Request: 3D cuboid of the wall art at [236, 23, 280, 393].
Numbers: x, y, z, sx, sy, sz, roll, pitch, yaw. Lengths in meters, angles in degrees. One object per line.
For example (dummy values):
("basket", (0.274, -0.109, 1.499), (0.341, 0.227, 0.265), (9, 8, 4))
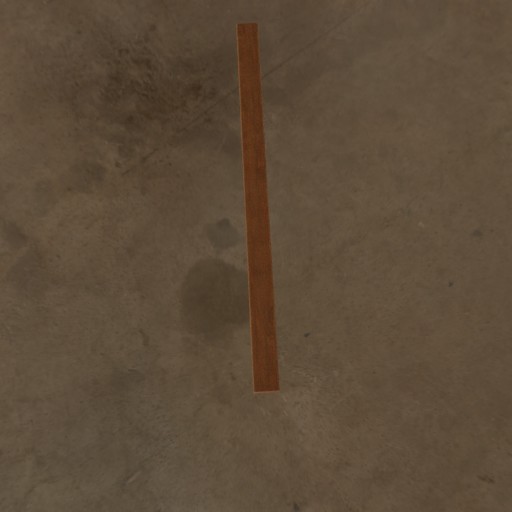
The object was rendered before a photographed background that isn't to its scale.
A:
("wall art", (0.000, 0.000, 1.138), (0.037, 0.914, 0.610), (-3, 77, -1))
